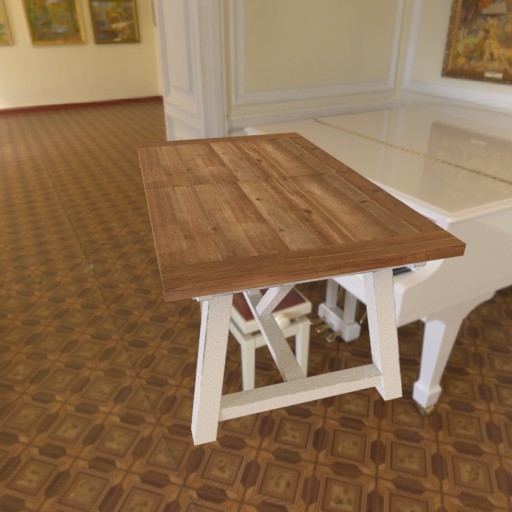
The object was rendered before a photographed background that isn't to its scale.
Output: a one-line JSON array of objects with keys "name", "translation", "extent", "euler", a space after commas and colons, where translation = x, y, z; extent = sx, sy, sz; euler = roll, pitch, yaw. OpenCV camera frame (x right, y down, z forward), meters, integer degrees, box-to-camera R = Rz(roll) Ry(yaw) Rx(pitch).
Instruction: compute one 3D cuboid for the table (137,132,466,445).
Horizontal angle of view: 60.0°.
[{"name": "table", "translation": [0.000, 0.000, 2.067], "extent": [0.922, 0.743, 1.503], "euler": [-8, 30, -14]}]
